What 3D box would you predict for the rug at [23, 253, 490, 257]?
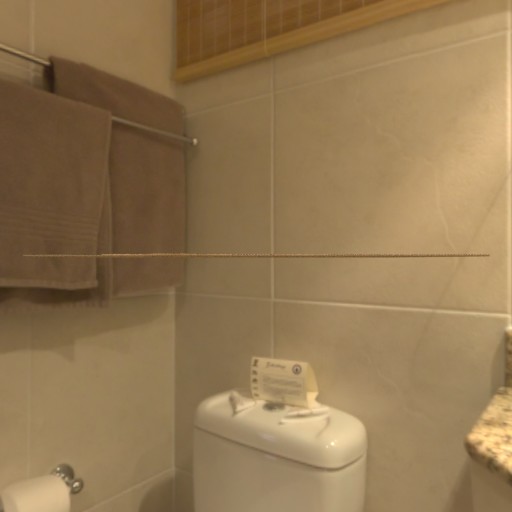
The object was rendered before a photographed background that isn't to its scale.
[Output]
[{"bbox_3d":[0.000,0.000,3.066,2.436,0.015,1.521,0,0,-1],"label":"rug"}]
